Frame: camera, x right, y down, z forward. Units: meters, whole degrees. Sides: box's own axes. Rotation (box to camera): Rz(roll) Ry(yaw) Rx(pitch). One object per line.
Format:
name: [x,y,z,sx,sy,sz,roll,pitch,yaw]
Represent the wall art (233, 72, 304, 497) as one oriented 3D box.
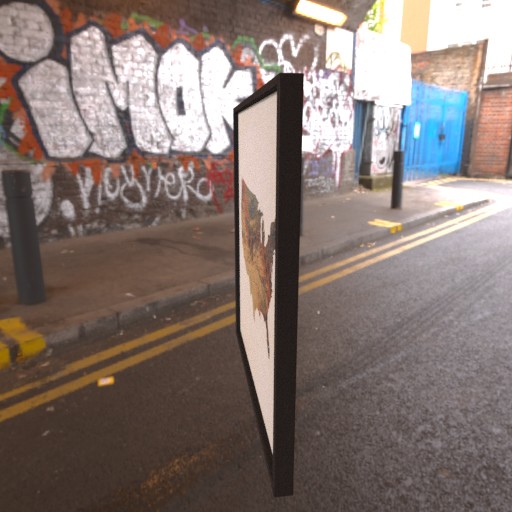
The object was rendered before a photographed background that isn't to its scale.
wall art: [0.000,0.000,1.123,0.038,0.762,0.762,-2,15,-8]
